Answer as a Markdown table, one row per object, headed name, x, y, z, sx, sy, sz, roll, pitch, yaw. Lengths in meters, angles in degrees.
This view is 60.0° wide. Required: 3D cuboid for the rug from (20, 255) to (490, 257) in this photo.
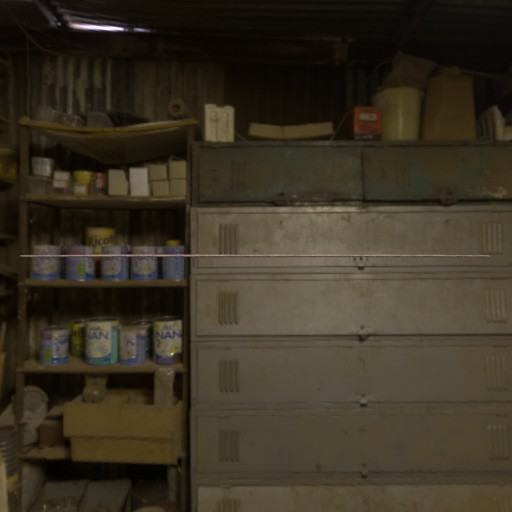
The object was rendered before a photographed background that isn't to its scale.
| name | x | y | z | sx | sy | sz | roll | pitch | yaw |
| --- | --- | --- | --- | --- | --- | --- | --- | --- | --- |
| rug | 0.000 | 0.000 | 4.289 | 3.294 | 0.018 | 2.382 | 0 | 0 | 1 |
